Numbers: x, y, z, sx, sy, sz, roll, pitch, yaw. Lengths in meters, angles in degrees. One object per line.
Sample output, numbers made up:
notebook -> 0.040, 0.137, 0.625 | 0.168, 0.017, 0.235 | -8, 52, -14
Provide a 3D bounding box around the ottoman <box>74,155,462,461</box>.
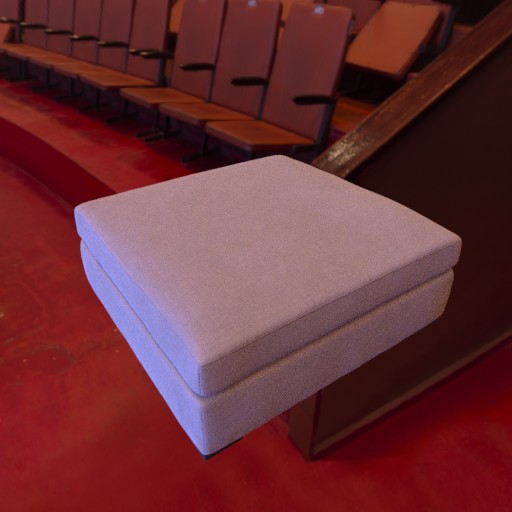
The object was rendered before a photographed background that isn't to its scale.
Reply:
ottoman -> 0.000, 0.000, 1.882 | 1.203, 0.517, 1.171 | -21, 38, -29
